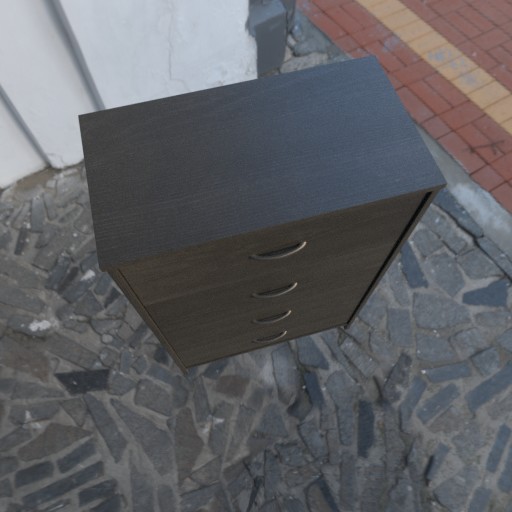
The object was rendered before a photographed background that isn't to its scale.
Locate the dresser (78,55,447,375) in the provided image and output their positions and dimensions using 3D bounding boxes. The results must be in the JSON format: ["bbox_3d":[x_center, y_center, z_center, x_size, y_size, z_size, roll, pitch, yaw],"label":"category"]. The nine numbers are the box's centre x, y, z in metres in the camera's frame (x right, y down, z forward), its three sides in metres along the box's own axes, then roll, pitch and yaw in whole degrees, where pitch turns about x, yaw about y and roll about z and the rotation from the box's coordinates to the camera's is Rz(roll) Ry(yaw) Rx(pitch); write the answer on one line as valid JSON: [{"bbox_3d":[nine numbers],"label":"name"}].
[{"bbox_3d":[0.000,0.000,1.389,0.700,1.020,0.398,-14,65,-7],"label":"dresser"}]
